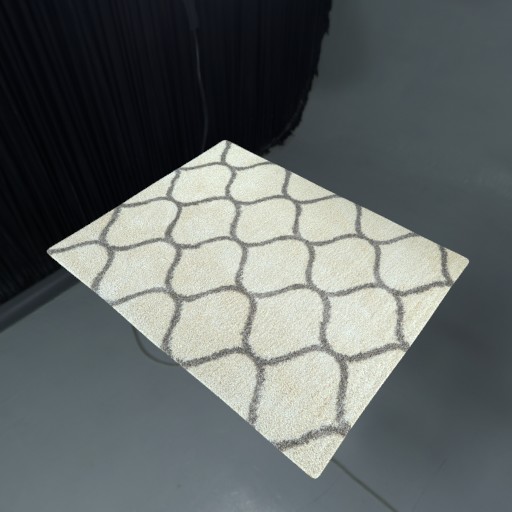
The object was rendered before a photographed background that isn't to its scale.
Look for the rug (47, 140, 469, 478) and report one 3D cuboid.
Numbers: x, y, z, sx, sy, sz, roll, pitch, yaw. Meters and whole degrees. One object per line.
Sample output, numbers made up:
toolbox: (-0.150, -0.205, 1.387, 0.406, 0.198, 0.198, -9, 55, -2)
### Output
rug: (0.000, 0.000, 4.005, 3.000, 0.026, 2.399, 32, 55, 26)
